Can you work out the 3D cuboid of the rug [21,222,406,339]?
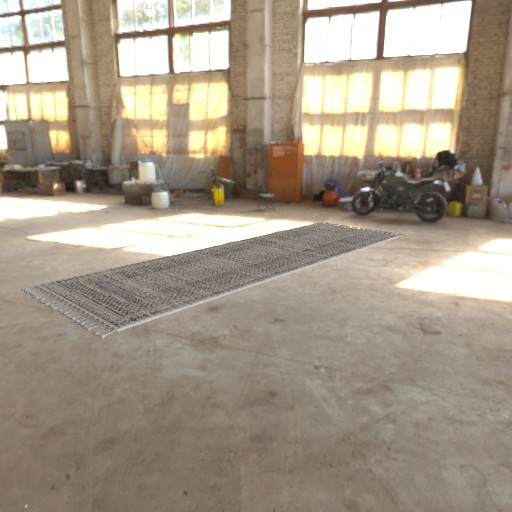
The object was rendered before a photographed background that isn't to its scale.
[{"bbox_3d":[0.000,0.000,2.722,0.786,0.013,2.480,14,20,42],"label":"rug"}]
